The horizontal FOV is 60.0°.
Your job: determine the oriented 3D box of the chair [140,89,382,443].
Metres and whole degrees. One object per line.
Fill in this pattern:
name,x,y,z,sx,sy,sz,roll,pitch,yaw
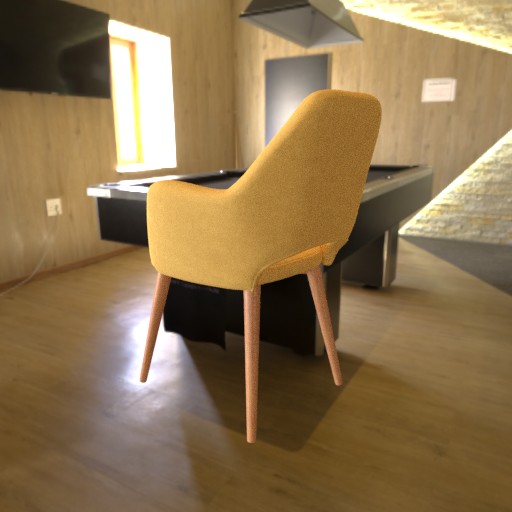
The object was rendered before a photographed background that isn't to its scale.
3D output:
chair,0.000,0.000,1.248,0.590,0.840,0.610,-15,22,-43
